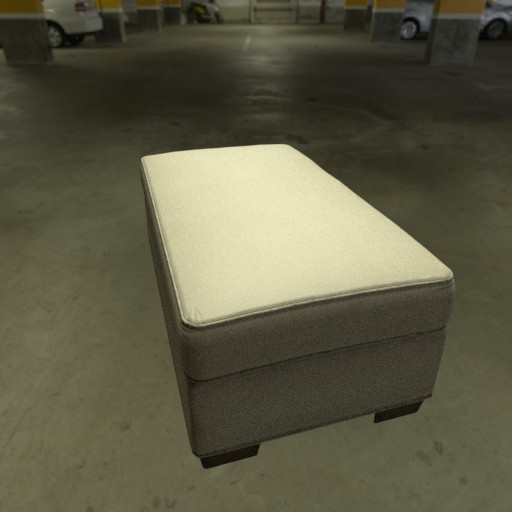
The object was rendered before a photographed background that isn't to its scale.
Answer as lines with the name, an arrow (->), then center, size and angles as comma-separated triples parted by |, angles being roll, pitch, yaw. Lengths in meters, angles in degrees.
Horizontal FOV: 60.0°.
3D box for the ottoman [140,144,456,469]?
ottoman -> 0.000, 0.000, 1.412 | 0.617, 0.461, 1.097 | -9, 31, -15
